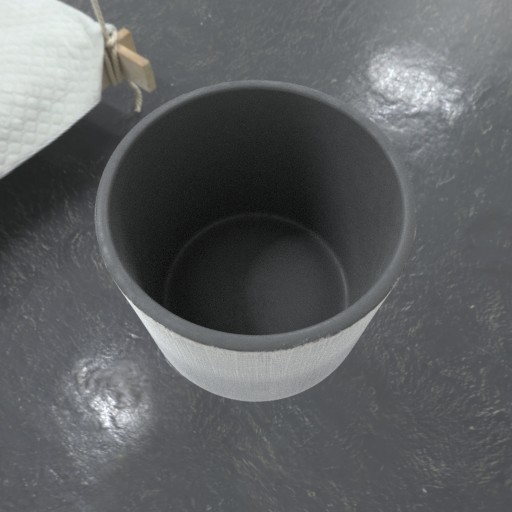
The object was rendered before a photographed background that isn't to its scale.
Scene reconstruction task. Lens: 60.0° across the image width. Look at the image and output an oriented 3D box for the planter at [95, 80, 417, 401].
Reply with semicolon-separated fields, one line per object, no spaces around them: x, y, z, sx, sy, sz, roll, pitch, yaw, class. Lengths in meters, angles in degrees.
0.000;0.000;0.443;0.254;0.221;0.254;0;63;0;planter
